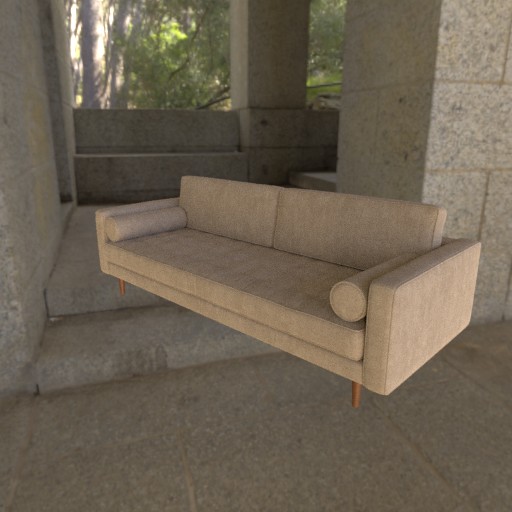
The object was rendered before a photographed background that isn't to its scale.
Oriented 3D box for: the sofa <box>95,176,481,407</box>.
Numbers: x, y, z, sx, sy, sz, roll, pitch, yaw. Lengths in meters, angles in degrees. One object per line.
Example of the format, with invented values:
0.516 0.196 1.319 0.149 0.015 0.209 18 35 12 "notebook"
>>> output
0.000 0.000 2.610 2.200 0.770 0.919 15 22 42 "sofa"
